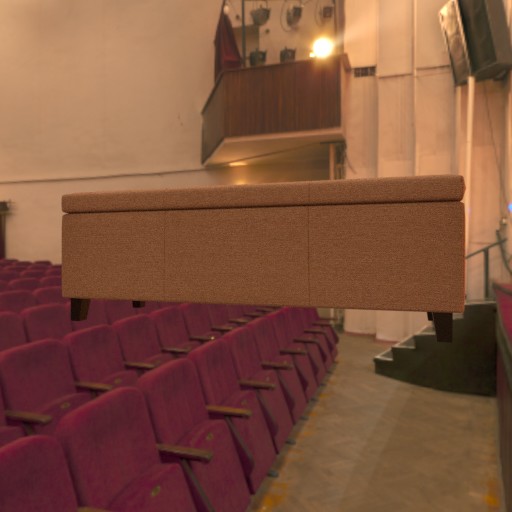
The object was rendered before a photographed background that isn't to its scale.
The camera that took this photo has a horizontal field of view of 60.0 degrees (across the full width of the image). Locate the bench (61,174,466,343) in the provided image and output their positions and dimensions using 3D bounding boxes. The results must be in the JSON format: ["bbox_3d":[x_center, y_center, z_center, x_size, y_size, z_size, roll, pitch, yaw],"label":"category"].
[{"bbox_3d":[0.000,0.000,1.509,1.269,0.438,0.446,0,1,18],"label":"bench"}]
